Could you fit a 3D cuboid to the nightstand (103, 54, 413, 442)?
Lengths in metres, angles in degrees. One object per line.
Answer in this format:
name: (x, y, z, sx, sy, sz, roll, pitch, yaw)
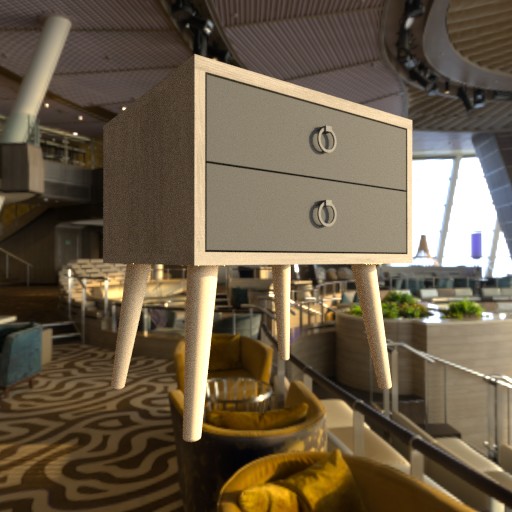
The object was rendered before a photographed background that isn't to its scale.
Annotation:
nightstand: (0.000, 0.000, 0.829, 0.450, 0.500, 0.380, 0, 0, -36)
